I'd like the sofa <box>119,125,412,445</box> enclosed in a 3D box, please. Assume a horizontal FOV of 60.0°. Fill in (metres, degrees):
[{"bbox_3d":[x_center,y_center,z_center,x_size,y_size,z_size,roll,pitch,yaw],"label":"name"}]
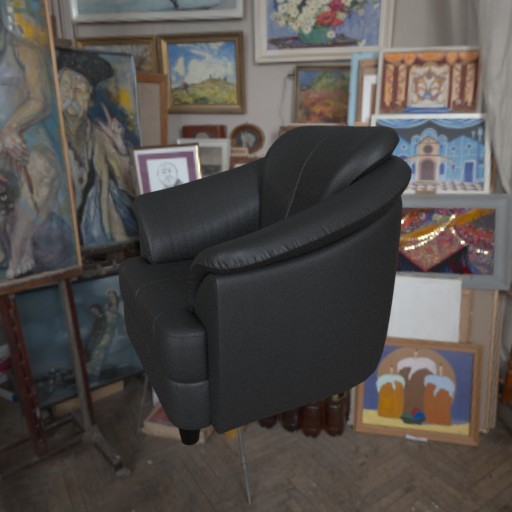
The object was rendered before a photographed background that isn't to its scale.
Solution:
[{"bbox_3d":[0.000,0.000,1.442,0.794,0.811,0.870,-8,18,-25],"label":"sofa"}]
